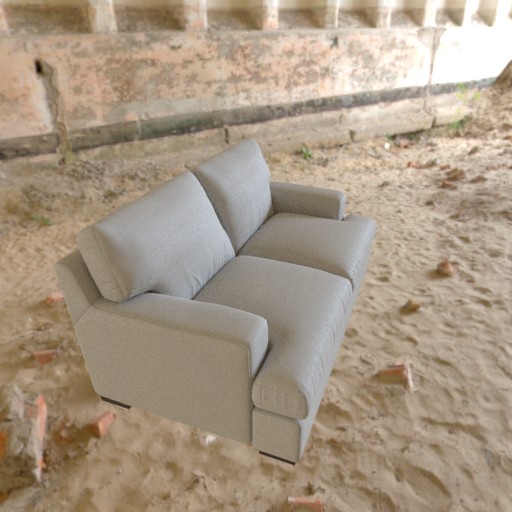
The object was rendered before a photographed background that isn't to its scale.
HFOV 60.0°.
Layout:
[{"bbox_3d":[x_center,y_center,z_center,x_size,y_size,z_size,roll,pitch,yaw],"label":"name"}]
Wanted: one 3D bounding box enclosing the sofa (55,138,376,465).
[{"bbox_3d":[0.000,0.000,2.553,1.143,0.940,1.880,10,30,19],"label":"sofa"}]
